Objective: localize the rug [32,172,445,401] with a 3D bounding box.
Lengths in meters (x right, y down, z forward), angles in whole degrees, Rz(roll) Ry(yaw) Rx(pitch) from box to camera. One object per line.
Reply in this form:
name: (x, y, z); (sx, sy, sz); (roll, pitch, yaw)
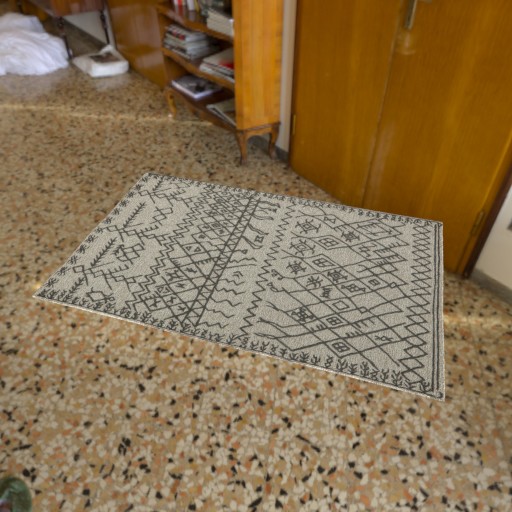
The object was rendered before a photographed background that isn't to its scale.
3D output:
rug: (0.000, 0.000, 4.742); (3.824, 0.019, 2.393); (12, 43, 13)
